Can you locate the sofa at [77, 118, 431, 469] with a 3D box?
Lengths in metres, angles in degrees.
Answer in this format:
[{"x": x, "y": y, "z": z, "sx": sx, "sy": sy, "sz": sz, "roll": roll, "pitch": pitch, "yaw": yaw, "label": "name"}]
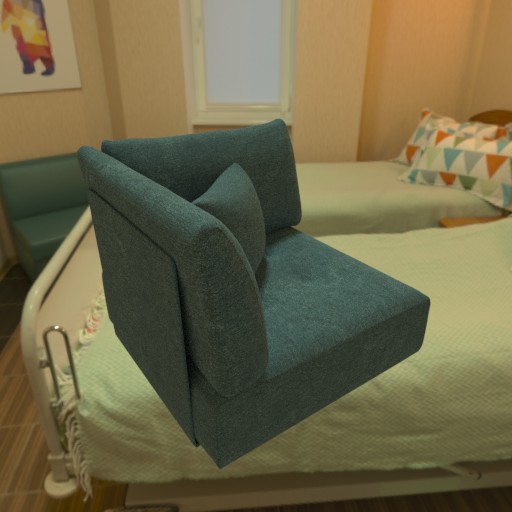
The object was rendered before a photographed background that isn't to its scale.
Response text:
[{"x": 0.000, "y": 0.000, "z": 1.715, "sx": 1.000, "sy": 0.820, "sz": 1.000, "roll": -18, "pitch": 32, "yaw": -31, "label": "sofa"}]
